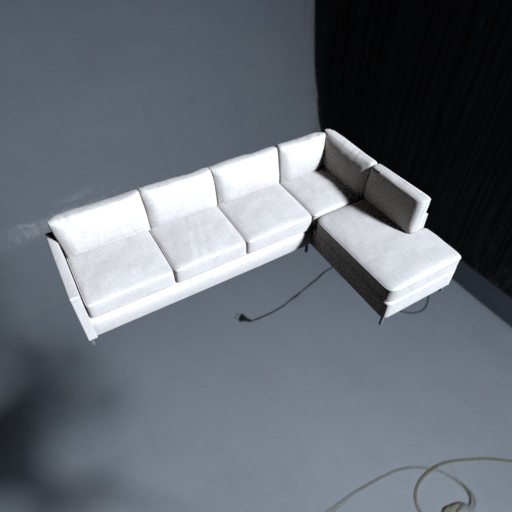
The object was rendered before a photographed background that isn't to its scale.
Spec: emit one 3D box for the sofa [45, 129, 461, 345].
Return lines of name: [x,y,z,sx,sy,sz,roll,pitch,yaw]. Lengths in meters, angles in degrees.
sofa: [0.000,0.000,4.246,3.331,0.964,2.077,-23,50,-21]
